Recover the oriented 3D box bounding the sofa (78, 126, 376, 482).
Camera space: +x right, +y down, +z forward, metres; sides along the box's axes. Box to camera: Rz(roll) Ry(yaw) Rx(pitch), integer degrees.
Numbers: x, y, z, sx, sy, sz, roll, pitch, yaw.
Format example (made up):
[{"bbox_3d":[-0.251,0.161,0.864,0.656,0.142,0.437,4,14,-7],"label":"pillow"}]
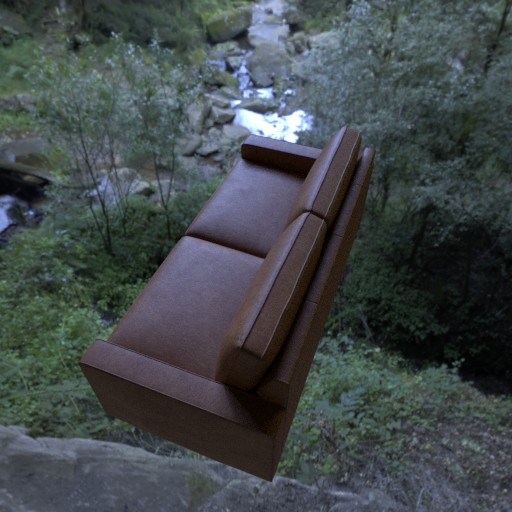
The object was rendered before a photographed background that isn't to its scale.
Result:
[{"bbox_3d":[0.000,0.000,2.683,0.991,0.928,2.156,16,48,15],"label":"sofa"}]
